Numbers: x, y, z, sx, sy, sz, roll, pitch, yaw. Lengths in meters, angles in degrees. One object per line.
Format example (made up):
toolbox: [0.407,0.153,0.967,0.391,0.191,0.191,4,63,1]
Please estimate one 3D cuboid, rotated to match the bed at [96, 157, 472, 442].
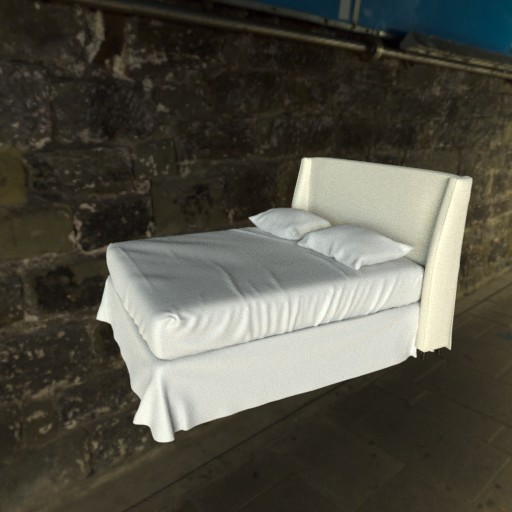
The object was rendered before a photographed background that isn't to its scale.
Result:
bed: [0.000,0.000,3.430,2.276,1.332,1.925,-8,19,-25]
